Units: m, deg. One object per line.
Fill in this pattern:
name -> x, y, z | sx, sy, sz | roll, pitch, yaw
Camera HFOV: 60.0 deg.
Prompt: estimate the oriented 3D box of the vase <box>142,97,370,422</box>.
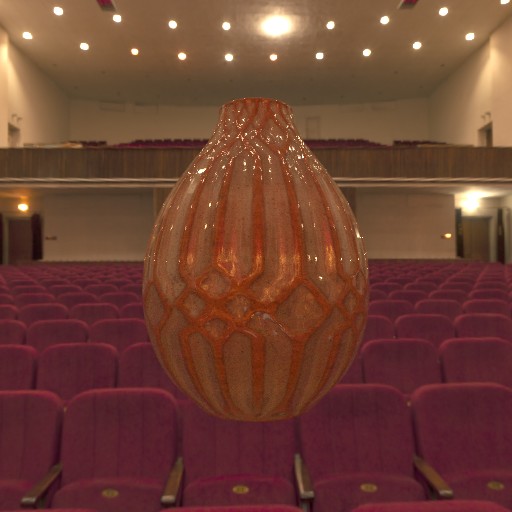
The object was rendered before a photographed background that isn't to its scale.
vase -> 0.000, 0.000, 0.264 | 0.131, 0.175, 0.131 | 0, -1, 0
